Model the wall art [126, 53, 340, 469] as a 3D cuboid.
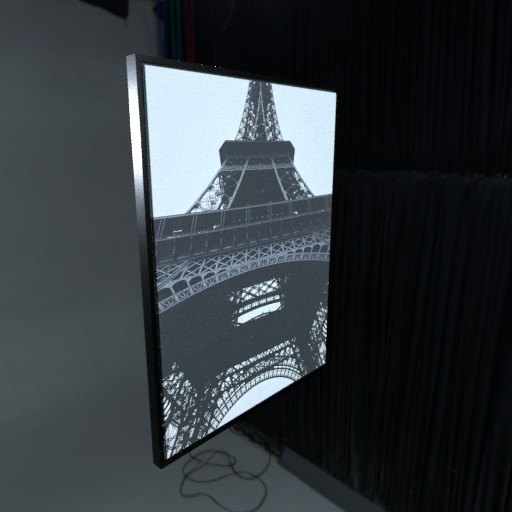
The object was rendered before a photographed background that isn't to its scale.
[{"bbox_3d":[0.000,0.000,1.391,0.040,1.062,0.805,13,19,42],"label":"wall art"}]
